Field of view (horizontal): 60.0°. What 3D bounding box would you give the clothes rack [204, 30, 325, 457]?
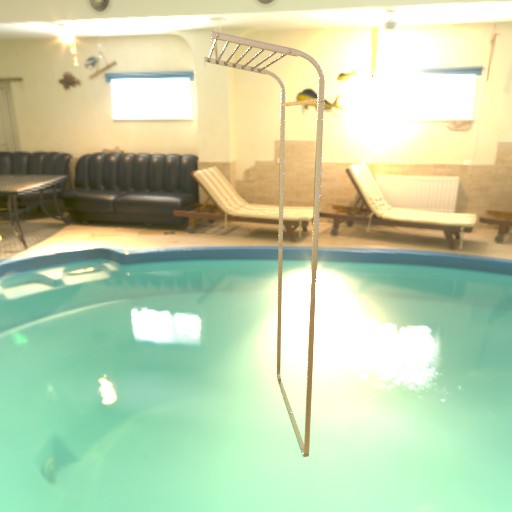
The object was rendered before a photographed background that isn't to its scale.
[{"bbox_3d":[0.000,0.000,1.830,0.349,1.574,0.609,-2,18,-8],"label":"clothes rack"}]
